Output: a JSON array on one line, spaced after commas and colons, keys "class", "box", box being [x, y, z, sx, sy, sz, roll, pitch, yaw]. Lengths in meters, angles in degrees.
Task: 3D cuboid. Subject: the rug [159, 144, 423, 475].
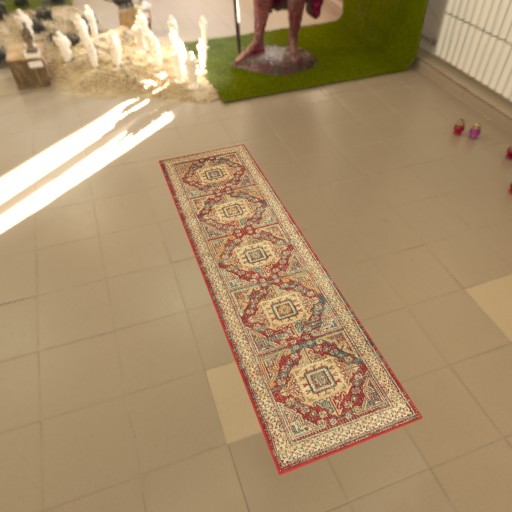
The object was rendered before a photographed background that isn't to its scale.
[{"class": "rug", "box": [0.000, 0.000, 2.547, 0.659, 0.015, 2.292, -15, 48, -14]}]
